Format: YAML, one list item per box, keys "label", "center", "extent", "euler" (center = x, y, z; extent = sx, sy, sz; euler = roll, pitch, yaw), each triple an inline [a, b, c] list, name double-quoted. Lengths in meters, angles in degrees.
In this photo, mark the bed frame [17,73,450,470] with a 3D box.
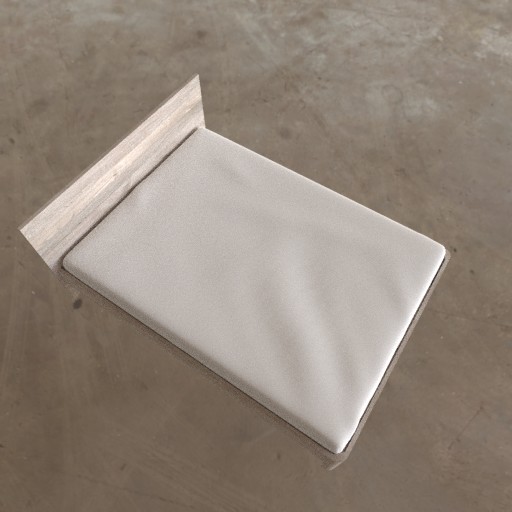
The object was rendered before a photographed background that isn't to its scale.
- label: "bed frame"
  center: [0.000, 0.000, 2.651]
  extent: [1.950, 0.800, 1.490]
  euler: [30, 63, 17]
